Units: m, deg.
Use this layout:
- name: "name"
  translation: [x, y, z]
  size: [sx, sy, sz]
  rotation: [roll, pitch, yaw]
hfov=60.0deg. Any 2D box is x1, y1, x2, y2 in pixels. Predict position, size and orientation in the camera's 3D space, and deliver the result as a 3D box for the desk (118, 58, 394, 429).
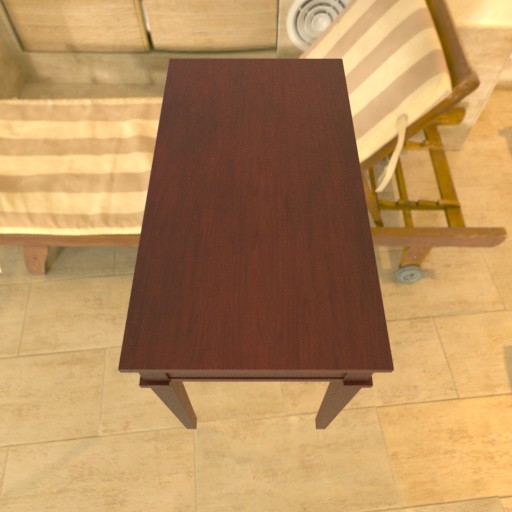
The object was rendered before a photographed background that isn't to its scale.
- name: "desk"
  translation: [0.000, 0.000, 1.465]
  size: [0.549, 0.762, 1.001]
  rotation: [0, 58, 0]
